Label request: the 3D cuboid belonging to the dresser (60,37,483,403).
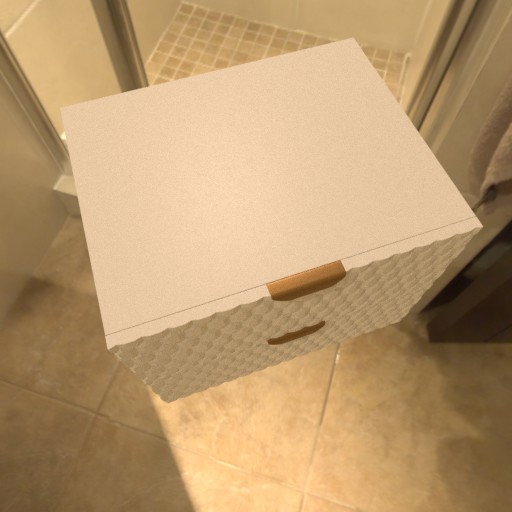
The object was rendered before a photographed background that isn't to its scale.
[{"bbox_3d":[0.000,0.000,0.890,0.503,0.568,0.414,-17,64,-9],"label":"dresser"}]
